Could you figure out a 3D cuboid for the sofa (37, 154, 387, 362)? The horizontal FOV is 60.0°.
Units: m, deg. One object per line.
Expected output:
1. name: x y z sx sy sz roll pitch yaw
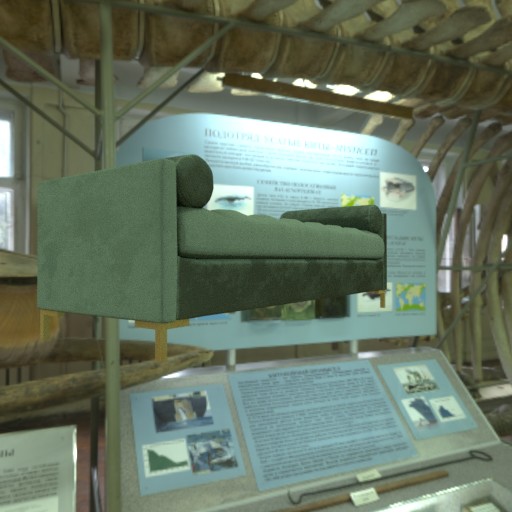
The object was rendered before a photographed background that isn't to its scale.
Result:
1. sofa: 0.000 0.000 2.467 0.796 0.705 2.102 0 -1 36
